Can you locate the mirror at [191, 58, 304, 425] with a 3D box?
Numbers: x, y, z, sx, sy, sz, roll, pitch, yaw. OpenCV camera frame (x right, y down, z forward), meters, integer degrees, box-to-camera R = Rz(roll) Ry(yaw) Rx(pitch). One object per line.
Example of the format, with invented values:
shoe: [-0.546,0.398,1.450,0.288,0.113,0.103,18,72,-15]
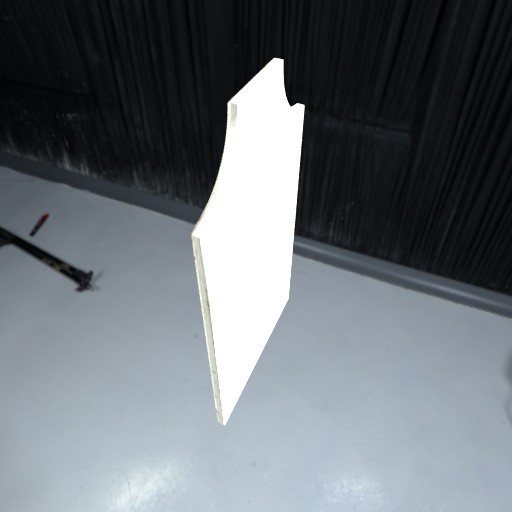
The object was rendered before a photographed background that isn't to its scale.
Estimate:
mirror: [0.000,0.000,0.880,0.022,0.717,0.403,18,48,16]
